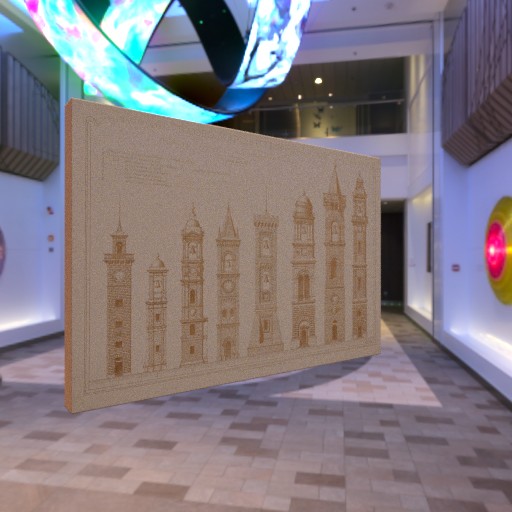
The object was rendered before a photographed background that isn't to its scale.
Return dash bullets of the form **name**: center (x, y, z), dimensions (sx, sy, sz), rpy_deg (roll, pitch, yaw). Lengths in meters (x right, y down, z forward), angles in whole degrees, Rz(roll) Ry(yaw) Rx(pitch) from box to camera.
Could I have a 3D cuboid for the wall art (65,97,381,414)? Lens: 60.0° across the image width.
- **wall art**: center (0.000, 0.000, 0.762), dimensions (0.609, 0.407, 0.039), rpy_deg (0, 0, -35)
